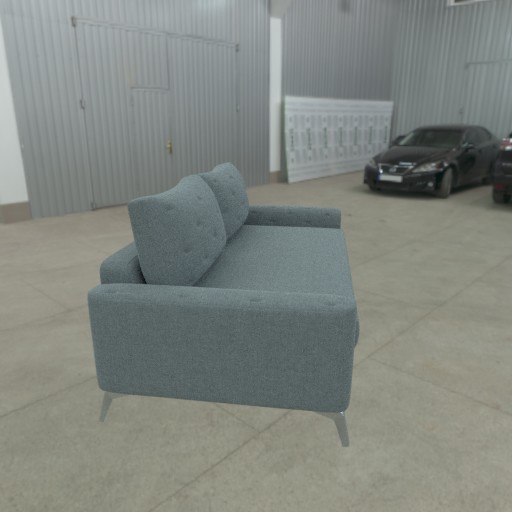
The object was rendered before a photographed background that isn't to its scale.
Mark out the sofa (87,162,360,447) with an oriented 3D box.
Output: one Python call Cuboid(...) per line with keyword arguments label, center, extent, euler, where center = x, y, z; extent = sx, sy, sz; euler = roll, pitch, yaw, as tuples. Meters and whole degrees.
Cuboid(label="sofa", center=(0.000, 0.000, 2.183), extent=(0.920, 0.790, 1.650), euler=(3, 17, 8))
